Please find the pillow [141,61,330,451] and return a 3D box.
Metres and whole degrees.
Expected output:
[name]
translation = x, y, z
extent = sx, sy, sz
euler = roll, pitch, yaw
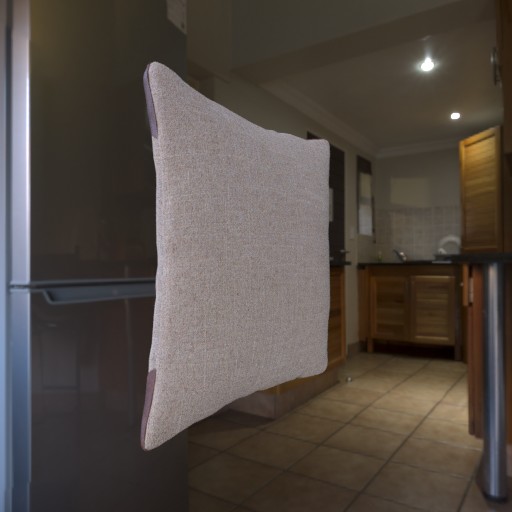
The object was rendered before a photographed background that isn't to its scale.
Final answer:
[pillow]
translation = 0.000, 0.000, 0.680
extent = 0.147, 0.448, 0.437
euler = 0, 0, 36
